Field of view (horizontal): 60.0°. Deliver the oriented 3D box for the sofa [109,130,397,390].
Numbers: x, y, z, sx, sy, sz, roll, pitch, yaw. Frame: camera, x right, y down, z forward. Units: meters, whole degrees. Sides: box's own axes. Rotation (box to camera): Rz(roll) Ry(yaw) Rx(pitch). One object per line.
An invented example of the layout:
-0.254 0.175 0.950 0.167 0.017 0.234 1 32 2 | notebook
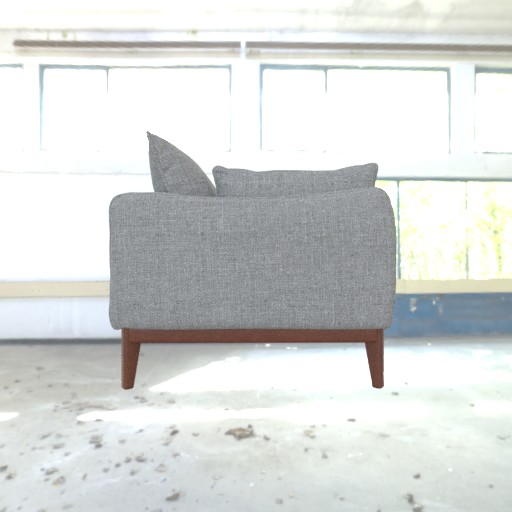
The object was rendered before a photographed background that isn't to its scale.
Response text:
0.000 0.000 2.164 0.972 0.851 1.580 0 0 -1 | sofa
